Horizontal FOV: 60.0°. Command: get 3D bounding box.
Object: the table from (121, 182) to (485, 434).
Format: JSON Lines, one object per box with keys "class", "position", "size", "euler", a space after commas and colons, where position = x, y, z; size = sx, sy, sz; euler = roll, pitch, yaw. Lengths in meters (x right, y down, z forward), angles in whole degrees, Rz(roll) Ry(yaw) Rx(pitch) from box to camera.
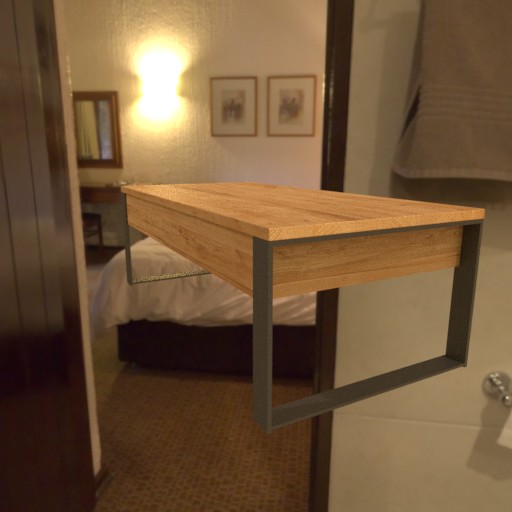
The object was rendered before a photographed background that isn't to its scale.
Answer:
{"class": "table", "position": [0.000, 0.000, 1.447], "size": [0.590, 0.400, 1.180], "euler": [-7, 15, -28]}
